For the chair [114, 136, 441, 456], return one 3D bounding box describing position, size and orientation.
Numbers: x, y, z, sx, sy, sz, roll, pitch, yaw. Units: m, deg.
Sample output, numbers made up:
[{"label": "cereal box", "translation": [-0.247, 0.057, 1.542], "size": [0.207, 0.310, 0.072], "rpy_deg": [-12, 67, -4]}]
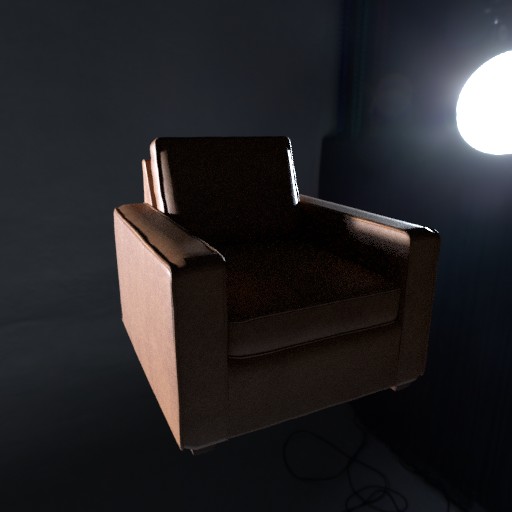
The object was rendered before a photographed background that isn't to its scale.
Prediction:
[{"label": "chair", "translation": [0.000, 0.000, 1.753], "size": [0.987, 0.901, 1.027], "rpy_deg": [-9, 19, -27]}]
